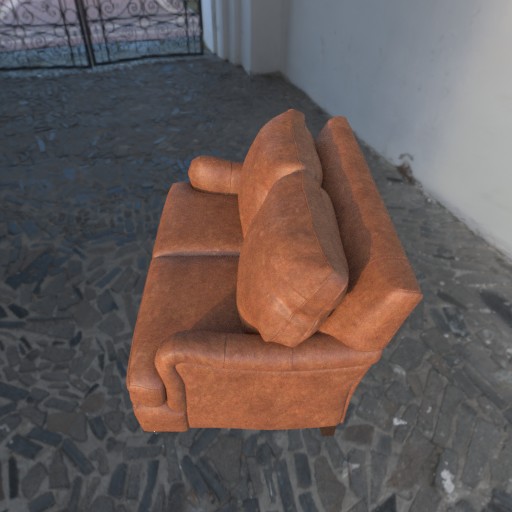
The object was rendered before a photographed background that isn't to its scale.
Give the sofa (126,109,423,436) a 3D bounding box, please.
[{"bbox_3d":[0.000,0.000,2.239,1.077,1.004,1.527,-1,41,-1],"label":"sofa"}]
